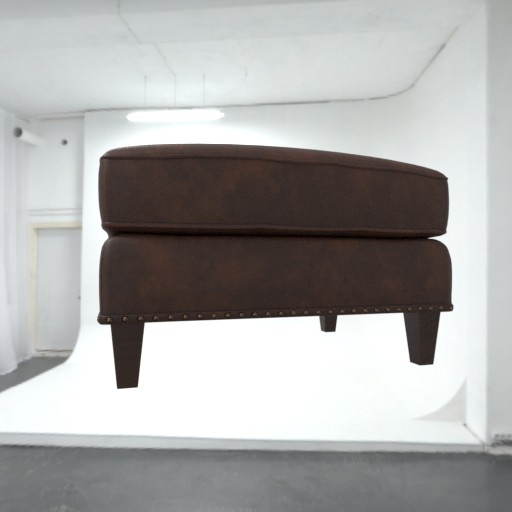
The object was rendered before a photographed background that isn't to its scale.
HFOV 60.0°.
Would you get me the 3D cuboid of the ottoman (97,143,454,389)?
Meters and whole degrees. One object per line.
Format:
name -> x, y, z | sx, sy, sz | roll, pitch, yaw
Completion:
ottoman -> 0.000, 0.000, 1.137 | 0.742, 0.486, 0.586 | 0, -1, -16
